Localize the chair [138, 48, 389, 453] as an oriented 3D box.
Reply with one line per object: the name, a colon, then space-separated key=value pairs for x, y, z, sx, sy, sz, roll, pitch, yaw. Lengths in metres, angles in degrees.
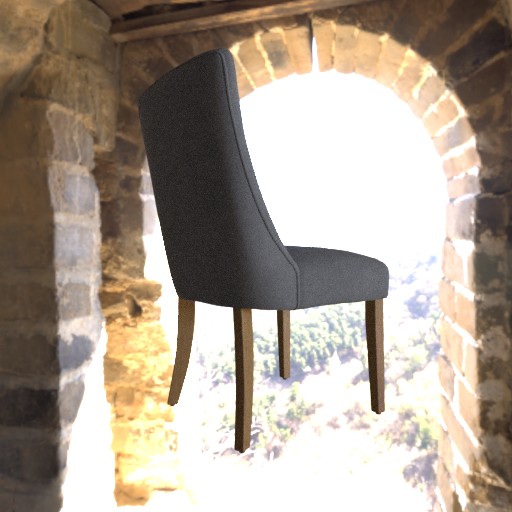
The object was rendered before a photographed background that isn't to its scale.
chair: x=0.000 y=0.000 z=1.274 sx=0.610 sy=0.902 sz=0.495 roll=0 pitch=1 yaw=-35
